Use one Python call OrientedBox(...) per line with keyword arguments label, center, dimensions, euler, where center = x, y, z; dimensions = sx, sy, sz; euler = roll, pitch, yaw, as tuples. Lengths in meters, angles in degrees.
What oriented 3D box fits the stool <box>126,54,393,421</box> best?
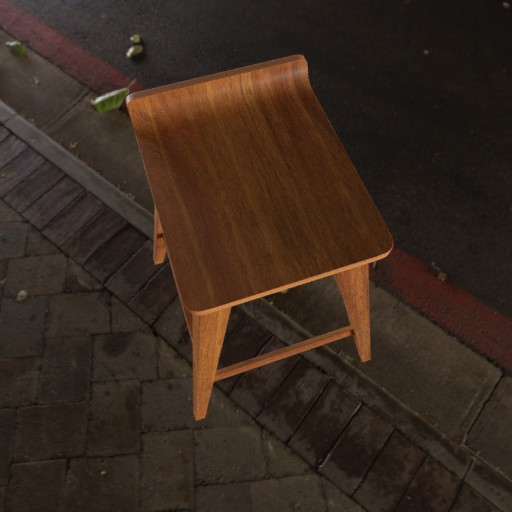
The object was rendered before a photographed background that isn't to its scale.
OrientedBox(label="stool", center=(0.000, 0.000, 1.007), dimensions=(0.500, 0.650, 0.500), euler=(-17, 64, -8))
